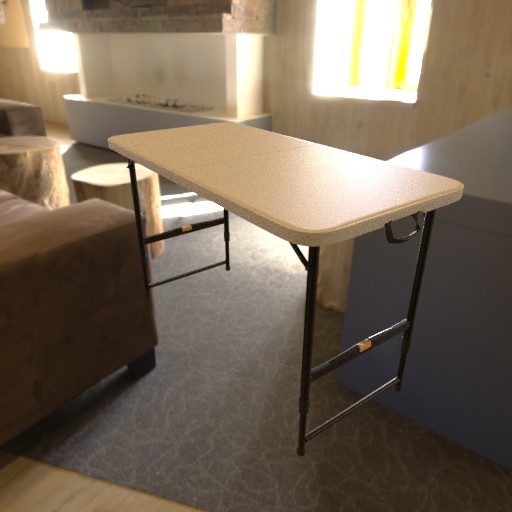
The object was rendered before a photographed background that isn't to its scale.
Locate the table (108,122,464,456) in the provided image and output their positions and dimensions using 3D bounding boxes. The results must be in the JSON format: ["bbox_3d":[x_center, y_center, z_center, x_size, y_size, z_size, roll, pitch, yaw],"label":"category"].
[{"bbox_3d":[0.000,0.000,1.635,0.611,0.737,1.245,-18,32,-32],"label":"table"}]
